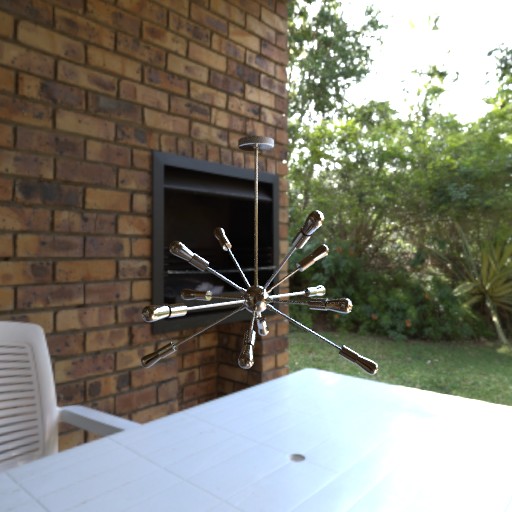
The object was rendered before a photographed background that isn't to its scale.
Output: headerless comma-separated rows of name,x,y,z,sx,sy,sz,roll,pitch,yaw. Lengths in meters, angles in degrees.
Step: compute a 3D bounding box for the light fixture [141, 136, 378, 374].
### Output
light fixture,0.000,0.000,1.075,0.509,0.558,0.684,0,0,36
